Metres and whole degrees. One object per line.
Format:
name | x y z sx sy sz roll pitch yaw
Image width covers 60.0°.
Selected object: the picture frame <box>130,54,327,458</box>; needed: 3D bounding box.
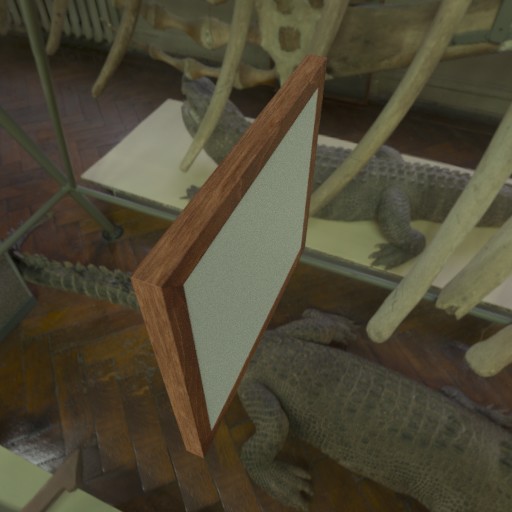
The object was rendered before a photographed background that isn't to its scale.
picture frame | 0.000 0.000 0.536 0.025 0.330 0.381 17 50 15
